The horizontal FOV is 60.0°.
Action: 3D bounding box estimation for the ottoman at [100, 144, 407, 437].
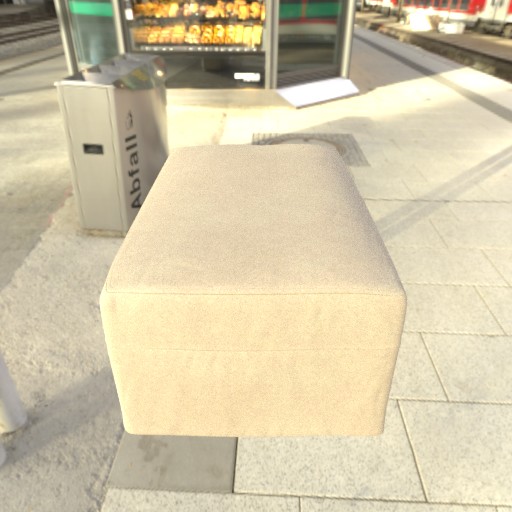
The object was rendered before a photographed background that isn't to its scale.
[{"bbox_3d":[0.000,0.000,1.222,0.590,0.444,0.872,0,31,0],"label":"ottoman"}]
